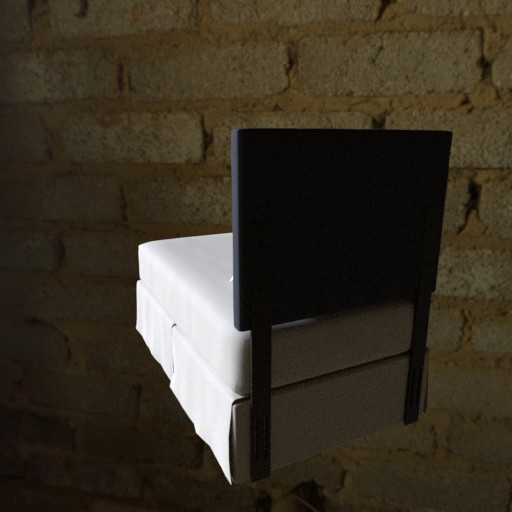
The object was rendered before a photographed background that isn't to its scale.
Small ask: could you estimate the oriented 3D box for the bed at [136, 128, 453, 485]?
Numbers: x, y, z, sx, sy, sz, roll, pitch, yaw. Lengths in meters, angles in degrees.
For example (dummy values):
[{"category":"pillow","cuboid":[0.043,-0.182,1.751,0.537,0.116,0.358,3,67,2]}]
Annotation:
[{"category":"bed","cuboid":[0.000,0.000,2.912,1.261,1.571,1.997,-7,16,-26]}]
